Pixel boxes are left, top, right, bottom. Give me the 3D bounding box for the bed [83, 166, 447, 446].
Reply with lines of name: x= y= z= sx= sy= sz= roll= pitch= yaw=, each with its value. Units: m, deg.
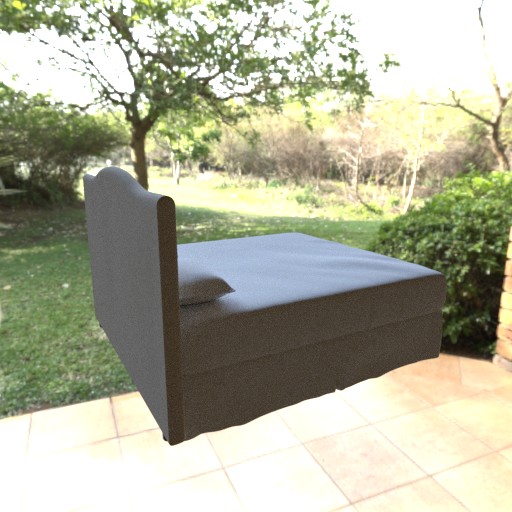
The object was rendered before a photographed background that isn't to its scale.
bed: x=0.000 y=0.000 z=3.487 sx=2.182 sy=1.421 sz=2.083 roll=-8 pitch=15 yaw=-28
